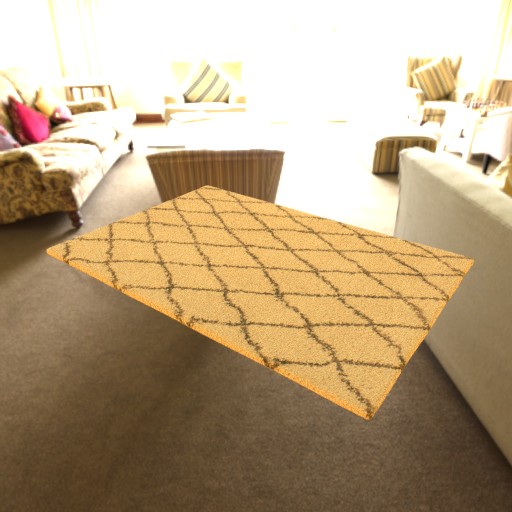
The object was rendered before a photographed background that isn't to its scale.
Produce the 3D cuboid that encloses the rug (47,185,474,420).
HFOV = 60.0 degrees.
[{"bbox_3d":[0.000,0.000,2.222,1.778,0.030,1.219,20,34,32],"label":"rug"}]
